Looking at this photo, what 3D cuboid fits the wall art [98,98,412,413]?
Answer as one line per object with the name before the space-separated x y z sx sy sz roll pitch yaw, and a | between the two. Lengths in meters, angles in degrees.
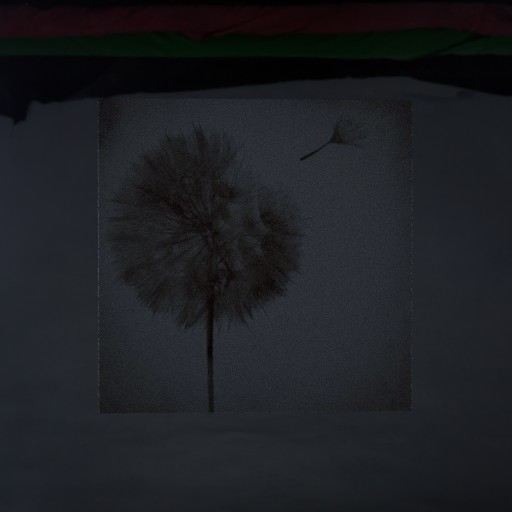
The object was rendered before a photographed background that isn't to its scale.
wall art | 0.000 0.000 0.442 0.303 0.303 0.028 0 0 -1
